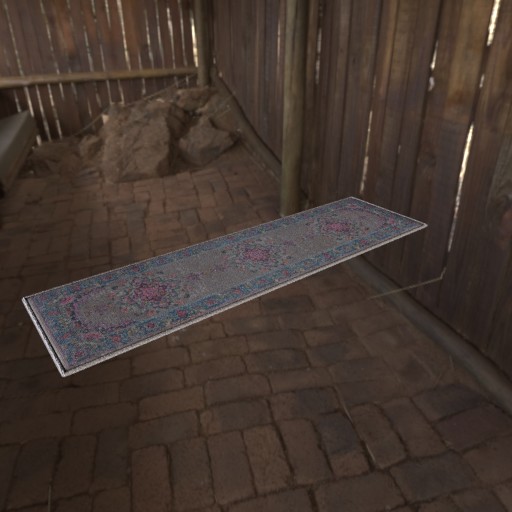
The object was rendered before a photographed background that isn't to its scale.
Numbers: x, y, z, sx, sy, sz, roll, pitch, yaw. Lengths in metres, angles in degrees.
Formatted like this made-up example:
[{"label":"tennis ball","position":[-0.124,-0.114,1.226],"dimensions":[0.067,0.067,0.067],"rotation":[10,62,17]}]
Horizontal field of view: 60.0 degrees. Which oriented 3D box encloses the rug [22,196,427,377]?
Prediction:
[{"label":"rug","position":[0.000,0.000,2.485],"dimensions":[2.297,0.019,0.659],"rotation":[-19,33,-32]}]
